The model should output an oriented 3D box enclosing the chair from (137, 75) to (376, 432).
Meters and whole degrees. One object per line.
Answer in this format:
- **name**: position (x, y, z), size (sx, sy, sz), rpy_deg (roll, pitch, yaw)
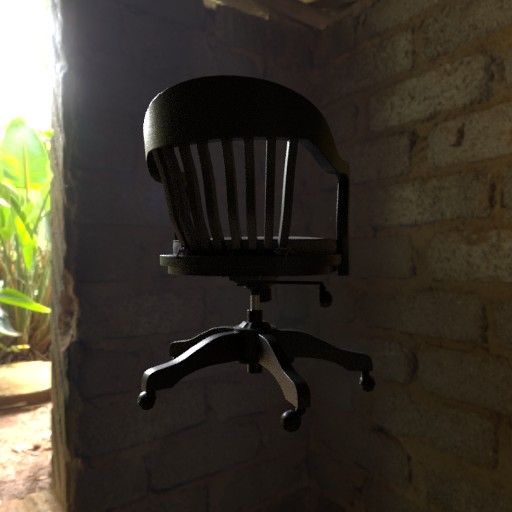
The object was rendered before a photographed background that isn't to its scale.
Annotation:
- **chair**: position (0.000, 0.000, 1.454), size (0.750, 0.878, 0.788), rpy_deg (0, 0, 17)
